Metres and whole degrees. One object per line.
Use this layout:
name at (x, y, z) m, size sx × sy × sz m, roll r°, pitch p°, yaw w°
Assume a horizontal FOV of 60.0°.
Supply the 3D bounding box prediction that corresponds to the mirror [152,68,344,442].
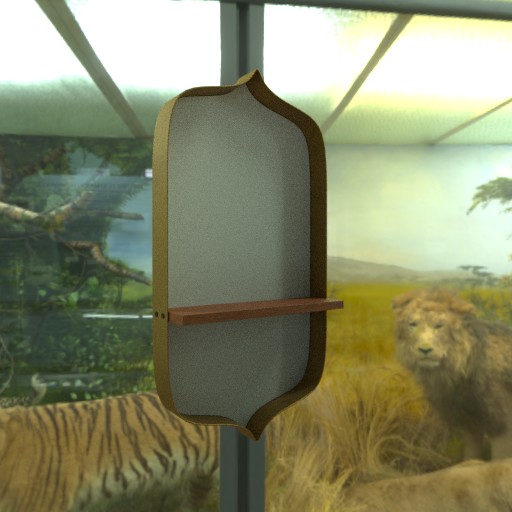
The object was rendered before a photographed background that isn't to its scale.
mirror at (0.000, 0.000, 0.729) m, size 0.323 × 0.613 × 0.096 m, roll 0°, pitch 1°, yaw -36°
